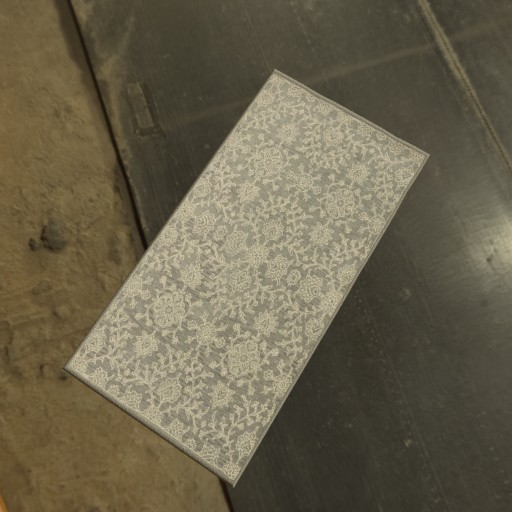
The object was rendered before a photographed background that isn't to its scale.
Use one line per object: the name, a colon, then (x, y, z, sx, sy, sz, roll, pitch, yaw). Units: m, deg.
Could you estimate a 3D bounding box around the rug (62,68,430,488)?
rug: (0.000, 0.000, 3.546, 1.546, 0.011, 3.048, 32, 79, 7)
